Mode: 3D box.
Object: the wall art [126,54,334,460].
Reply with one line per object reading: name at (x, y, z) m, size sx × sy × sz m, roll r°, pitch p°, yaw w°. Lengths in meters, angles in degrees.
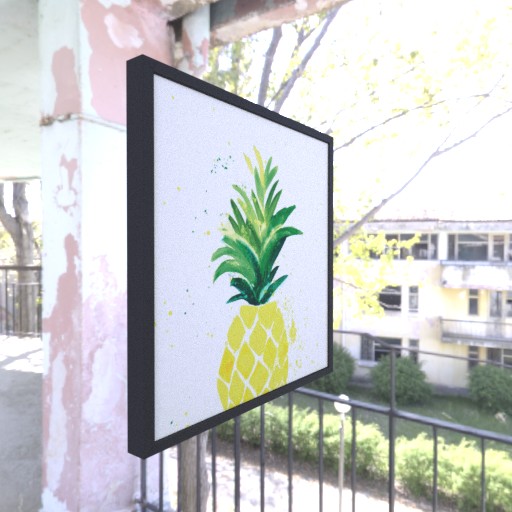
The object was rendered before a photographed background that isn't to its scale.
wall art at (0.000, 0.000, 0.766) m, size 0.033 × 0.507 × 0.508 m, roll 1°, pitch 1°, yaw 37°
